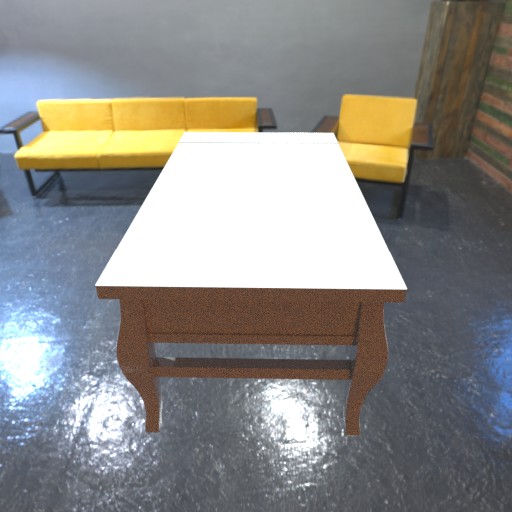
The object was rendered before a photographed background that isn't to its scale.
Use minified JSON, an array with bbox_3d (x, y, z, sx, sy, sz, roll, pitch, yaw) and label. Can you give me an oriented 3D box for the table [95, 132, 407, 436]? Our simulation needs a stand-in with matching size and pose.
[{"bbox_3d":[0.000,0.000,1.409,0.600,0.495,1.062,1,31,1],"label":"table"}]
